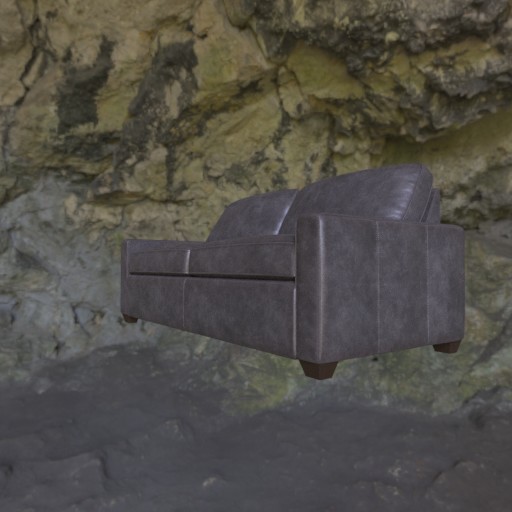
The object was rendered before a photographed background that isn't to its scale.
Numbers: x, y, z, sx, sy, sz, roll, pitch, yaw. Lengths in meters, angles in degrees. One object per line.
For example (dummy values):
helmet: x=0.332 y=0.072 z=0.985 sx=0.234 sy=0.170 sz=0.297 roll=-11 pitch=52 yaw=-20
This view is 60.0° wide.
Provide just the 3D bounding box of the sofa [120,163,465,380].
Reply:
sofa: x=0.000 y=0.000 z=2.614 sx=0.939 sy=0.916 sz=2.081 roll=1 pitch=-2 yaw=-36
